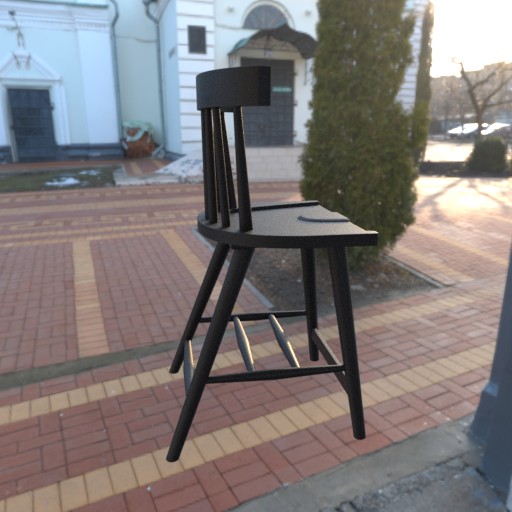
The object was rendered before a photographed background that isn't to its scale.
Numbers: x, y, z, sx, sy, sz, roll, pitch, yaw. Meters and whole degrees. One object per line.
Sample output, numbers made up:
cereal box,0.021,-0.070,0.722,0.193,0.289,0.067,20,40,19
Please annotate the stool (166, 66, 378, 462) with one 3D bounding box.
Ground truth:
stool,0.000,0.000,1.271,0.549,0.953,0.494,-3,16,-9
